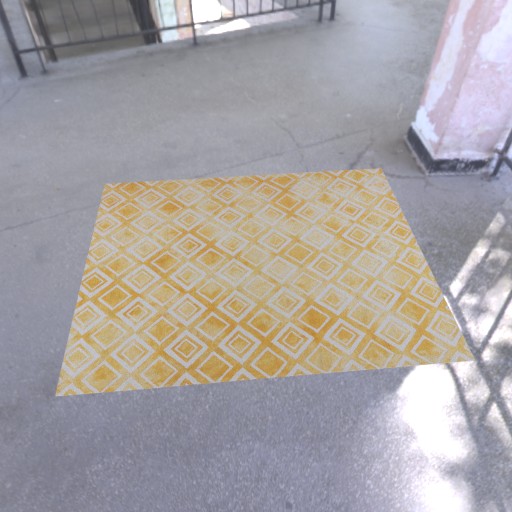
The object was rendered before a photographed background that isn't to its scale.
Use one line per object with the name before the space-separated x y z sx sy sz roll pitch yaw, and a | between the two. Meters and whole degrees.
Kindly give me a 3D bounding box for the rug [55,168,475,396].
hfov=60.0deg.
rug | 0.000 0.000 4.017 3.037 0.011 2.433 -4 46 -4
